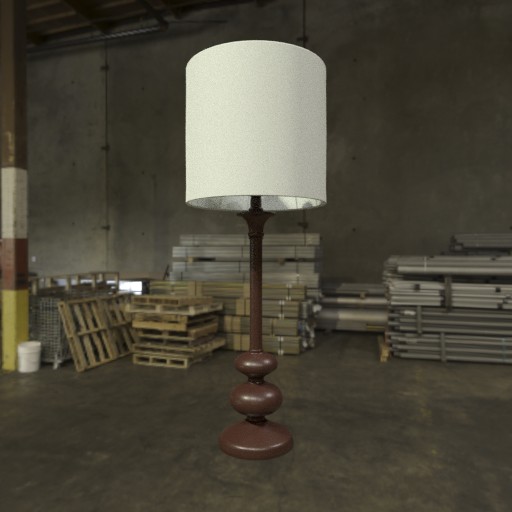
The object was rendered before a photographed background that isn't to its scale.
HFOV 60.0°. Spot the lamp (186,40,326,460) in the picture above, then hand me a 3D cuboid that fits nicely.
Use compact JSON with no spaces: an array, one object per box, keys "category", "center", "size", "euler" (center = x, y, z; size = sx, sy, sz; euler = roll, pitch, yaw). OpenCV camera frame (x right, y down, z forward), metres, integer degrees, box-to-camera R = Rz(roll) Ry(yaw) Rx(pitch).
[{"category":"lamp","center":[0.000,0.000,0.811],"size":[0.254,0.690,0.254],"euler":[0,0,17]}]
